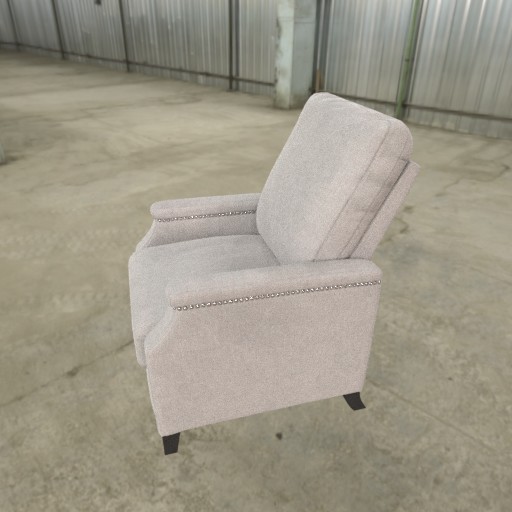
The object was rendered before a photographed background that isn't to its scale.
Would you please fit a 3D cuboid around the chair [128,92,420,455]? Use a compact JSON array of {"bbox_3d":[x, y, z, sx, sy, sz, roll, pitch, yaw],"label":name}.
[{"bbox_3d":[0.000,0.000,1.627,0.922,1.049,0.710,-8,30,-14],"label":"chair"}]
